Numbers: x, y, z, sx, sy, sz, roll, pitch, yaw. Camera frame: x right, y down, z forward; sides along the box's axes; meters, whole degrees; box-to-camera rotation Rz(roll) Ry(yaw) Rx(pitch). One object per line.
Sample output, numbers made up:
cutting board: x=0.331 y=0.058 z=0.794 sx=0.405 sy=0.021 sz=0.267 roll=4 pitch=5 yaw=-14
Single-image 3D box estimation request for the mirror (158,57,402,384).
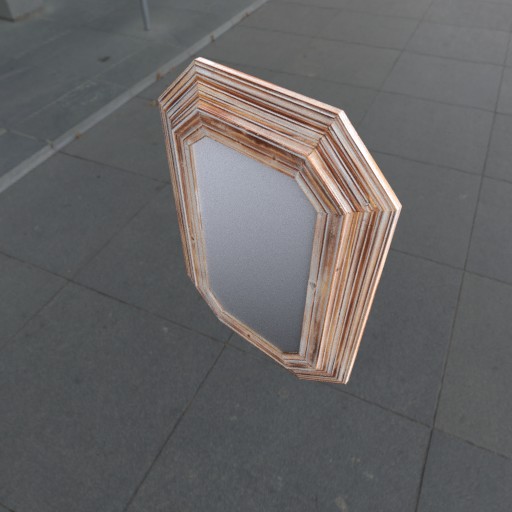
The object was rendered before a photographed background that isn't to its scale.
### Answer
mirror: x=0.000 y=0.000 z=1.283 sx=0.709 sy=1.015 sz=0.061 roll=31 pitch=54 yaw=27
